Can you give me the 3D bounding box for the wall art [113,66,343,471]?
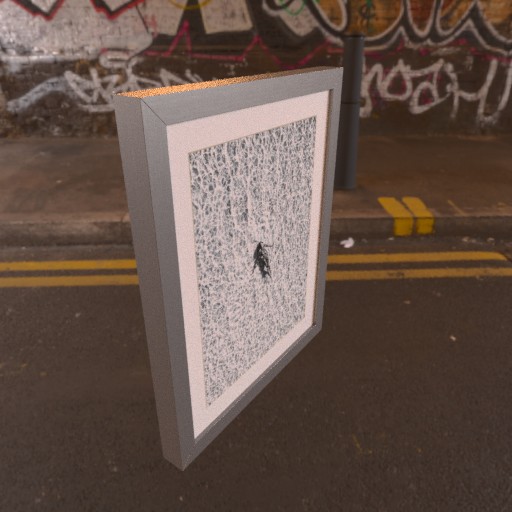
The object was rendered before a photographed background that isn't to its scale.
[{"bbox_3d":[0.000,0.000,0.505,0.030,0.379,0.308,18,33,31],"label":"wall art"}]
